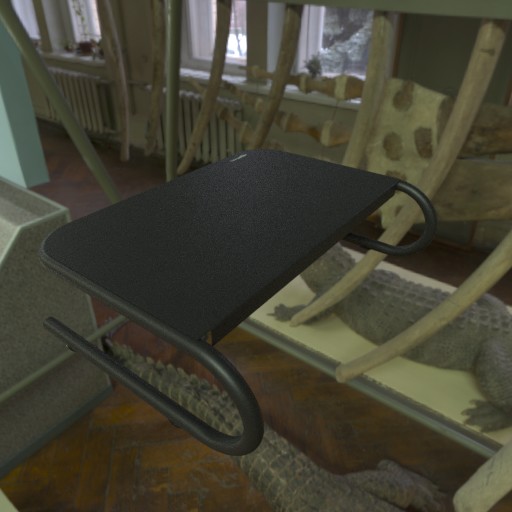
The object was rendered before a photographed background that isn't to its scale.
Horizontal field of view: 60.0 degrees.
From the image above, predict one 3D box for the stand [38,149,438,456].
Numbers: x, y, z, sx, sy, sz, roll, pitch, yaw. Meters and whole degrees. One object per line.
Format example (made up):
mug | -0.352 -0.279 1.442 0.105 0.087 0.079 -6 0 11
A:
stand | 0.000 0.000 0.489 0.280 0.108 0.370 22 38 31
